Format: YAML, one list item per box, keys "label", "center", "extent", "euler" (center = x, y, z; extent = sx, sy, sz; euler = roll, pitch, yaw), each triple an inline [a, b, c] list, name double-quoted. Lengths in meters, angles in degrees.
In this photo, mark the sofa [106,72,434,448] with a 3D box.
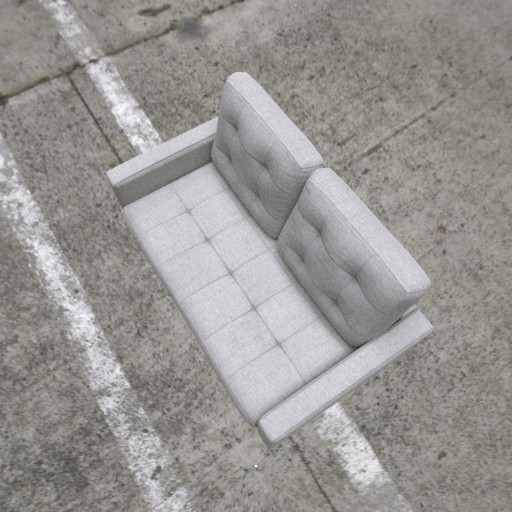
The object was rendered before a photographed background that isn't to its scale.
- label: "sofa"
  center: [0.000, 0.000, 2.010]
  extent: [0.842, 0.907, 1.407]
  euler: [-31, 68, -14]
